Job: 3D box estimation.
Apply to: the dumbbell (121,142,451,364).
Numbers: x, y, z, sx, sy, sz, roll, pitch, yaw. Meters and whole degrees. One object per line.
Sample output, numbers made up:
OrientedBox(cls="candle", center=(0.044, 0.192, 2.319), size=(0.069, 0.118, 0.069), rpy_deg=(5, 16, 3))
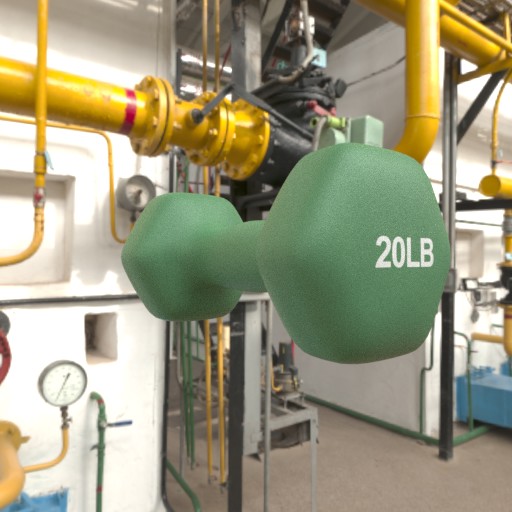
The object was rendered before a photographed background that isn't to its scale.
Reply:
OrientedBox(cls="dumbbell", center=(0.000, 0.000, 0.324), size=(0.126, 0.114, 0.257), rpy_deg=(1, -1, -36))
